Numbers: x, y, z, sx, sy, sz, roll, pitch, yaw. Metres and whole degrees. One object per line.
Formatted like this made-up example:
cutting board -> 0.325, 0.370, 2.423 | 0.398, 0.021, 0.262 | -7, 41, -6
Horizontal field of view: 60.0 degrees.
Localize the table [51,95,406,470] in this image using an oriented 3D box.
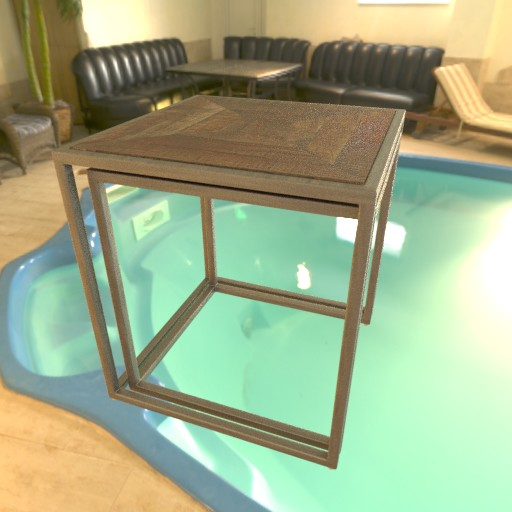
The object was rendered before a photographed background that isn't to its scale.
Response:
table -> 0.000, 0.000, 0.860 | 0.449, 0.500, 0.450 | 10, 32, 17
